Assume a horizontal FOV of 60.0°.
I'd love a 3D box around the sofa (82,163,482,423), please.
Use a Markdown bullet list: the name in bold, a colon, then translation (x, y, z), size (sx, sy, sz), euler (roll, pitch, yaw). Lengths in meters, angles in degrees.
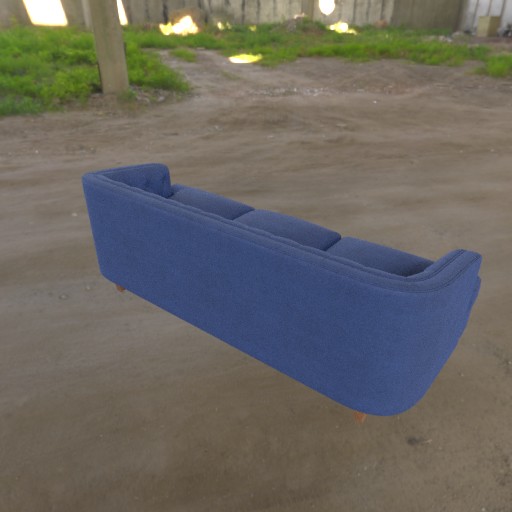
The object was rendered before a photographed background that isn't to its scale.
- **sofa**: translation (0.000, 0.000, 2.562), size (2.235, 0.787, 0.914), euler (21, 36, 32)
